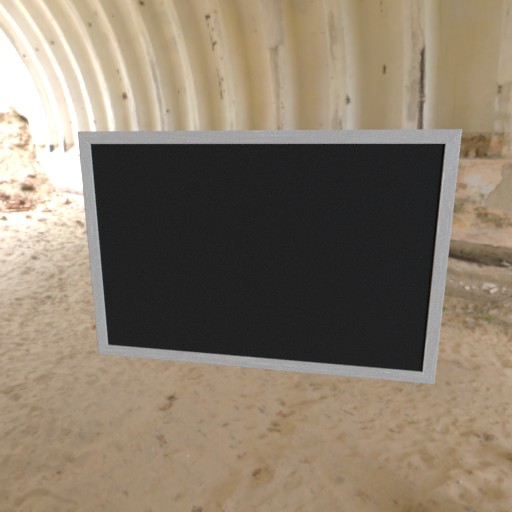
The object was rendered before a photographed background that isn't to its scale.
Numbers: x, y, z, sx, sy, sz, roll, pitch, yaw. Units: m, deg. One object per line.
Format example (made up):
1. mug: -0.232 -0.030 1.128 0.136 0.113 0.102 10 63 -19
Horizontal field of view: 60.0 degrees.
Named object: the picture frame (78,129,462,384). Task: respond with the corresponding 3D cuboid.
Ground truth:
1. picture frame: 0.000 0.000 1.175 0.950 0.640 0.029 3 14 10
